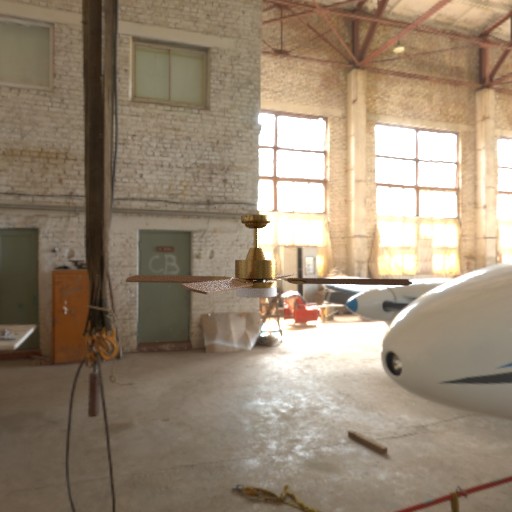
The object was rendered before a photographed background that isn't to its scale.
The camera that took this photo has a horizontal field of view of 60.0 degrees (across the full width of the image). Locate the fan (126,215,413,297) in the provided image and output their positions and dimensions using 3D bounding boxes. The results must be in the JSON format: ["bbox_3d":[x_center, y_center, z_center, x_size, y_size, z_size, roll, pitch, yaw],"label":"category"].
[{"bbox_3d":[0.000,0.000,1.979,1.320,0.355,1.320,0,-1,17],"label":"fan"}]
